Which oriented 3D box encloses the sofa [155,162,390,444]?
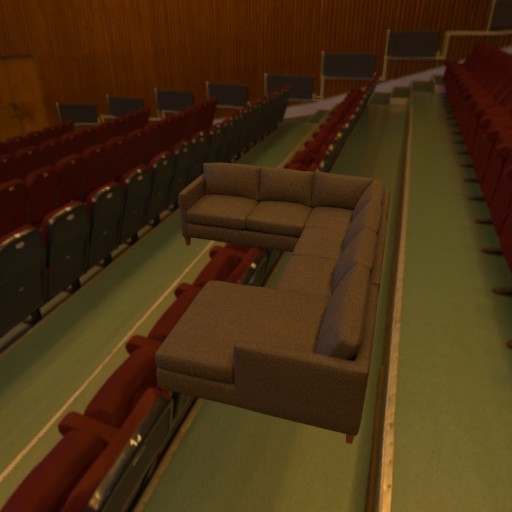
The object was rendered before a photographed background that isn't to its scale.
[{"bbox_3d":[0.000,0.000,4.713,2.594,0.961,3.460,9,31,15],"label":"sofa"}]
